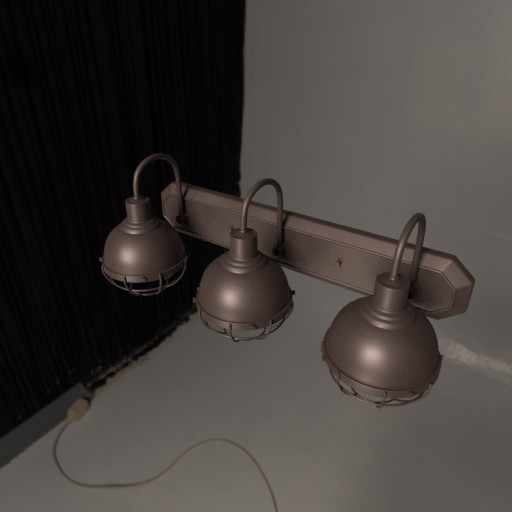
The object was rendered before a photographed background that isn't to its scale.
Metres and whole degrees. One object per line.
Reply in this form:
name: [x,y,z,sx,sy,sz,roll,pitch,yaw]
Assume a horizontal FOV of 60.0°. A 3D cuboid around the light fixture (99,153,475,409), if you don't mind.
light fixture: [0.000,0.000,0.736,0.634,0.254,0.229,19,35,30]
